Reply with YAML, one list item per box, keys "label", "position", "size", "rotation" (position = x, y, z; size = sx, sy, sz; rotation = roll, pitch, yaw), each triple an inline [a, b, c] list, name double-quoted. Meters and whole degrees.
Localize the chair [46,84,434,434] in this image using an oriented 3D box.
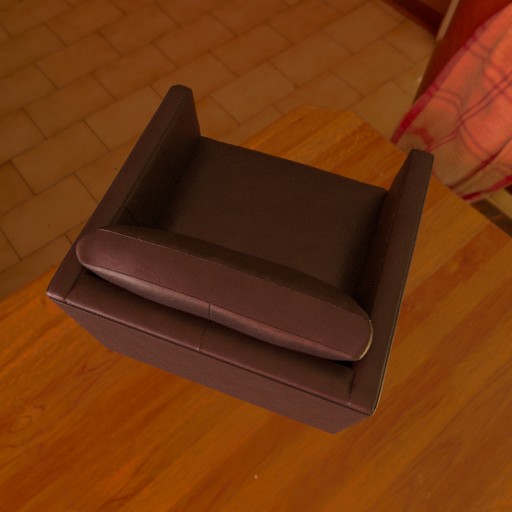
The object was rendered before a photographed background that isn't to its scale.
- label: "chair"
  position: [0.000, 0.000, 1.543]
  size: [0.939, 0.811, 0.862]
  rotation: [18, 65, 9]
